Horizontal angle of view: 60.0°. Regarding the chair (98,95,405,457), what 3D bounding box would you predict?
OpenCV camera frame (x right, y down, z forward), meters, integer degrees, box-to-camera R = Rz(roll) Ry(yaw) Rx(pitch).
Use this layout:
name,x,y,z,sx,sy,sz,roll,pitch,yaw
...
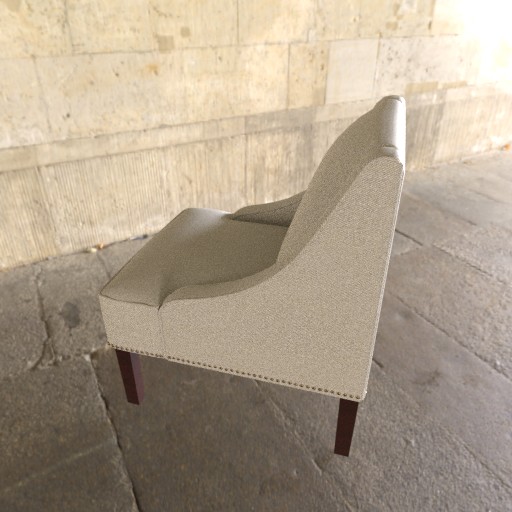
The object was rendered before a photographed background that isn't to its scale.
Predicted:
name,x,y,z,sx,sy,sz,roll,pitch,yaw
chair,0.000,0.000,1.354,0.748,0.872,0.628,8,31,14
